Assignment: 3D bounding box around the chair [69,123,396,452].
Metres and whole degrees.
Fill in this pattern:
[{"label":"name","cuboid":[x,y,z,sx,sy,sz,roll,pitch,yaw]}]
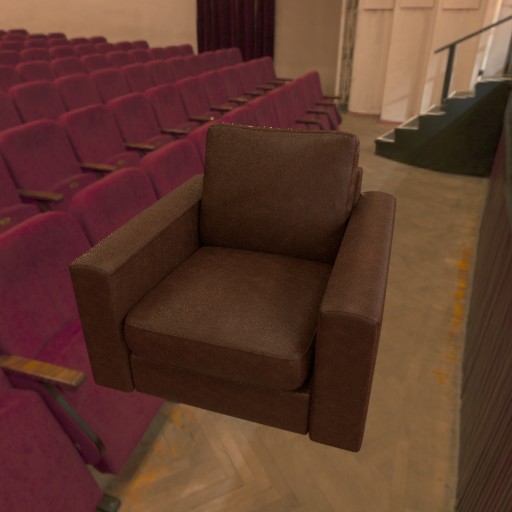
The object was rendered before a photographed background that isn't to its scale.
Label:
[{"label":"chair","cuboid":[0.000,0.000,1.753,1.005,0.873,1.016,9,29,16]}]
